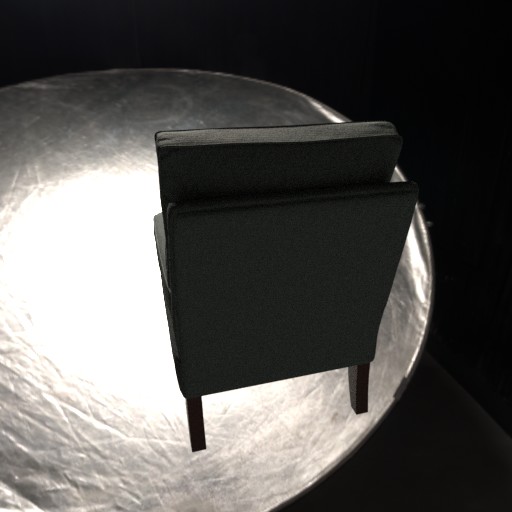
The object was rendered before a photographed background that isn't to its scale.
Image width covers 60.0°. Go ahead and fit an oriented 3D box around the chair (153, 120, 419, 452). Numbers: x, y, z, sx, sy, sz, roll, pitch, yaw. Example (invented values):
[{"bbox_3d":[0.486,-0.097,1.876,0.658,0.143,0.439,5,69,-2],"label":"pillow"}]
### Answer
[{"bbox_3d":[0.000,0.000,1.449,0.624,0.901,0.796,-7,27,-14],"label":"chair"}]
